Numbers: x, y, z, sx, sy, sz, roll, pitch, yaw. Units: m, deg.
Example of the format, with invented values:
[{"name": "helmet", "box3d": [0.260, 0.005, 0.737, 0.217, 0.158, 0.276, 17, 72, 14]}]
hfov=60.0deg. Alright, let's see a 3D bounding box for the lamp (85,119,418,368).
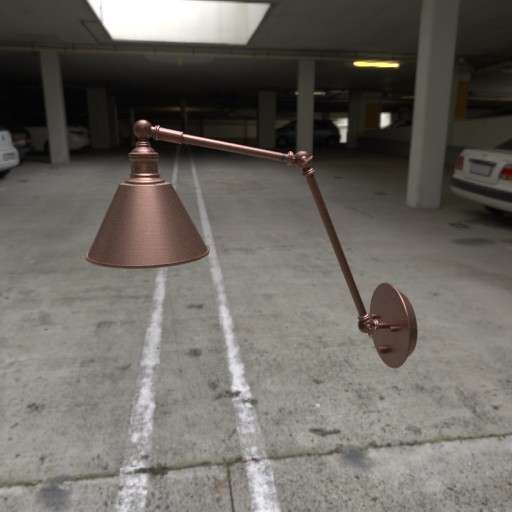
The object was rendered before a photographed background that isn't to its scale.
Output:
[{"name": "lamp", "box3d": [0.000, 0.000, 0.858, 0.624, 0.502, 0.223, -2, 14, -9]}]
